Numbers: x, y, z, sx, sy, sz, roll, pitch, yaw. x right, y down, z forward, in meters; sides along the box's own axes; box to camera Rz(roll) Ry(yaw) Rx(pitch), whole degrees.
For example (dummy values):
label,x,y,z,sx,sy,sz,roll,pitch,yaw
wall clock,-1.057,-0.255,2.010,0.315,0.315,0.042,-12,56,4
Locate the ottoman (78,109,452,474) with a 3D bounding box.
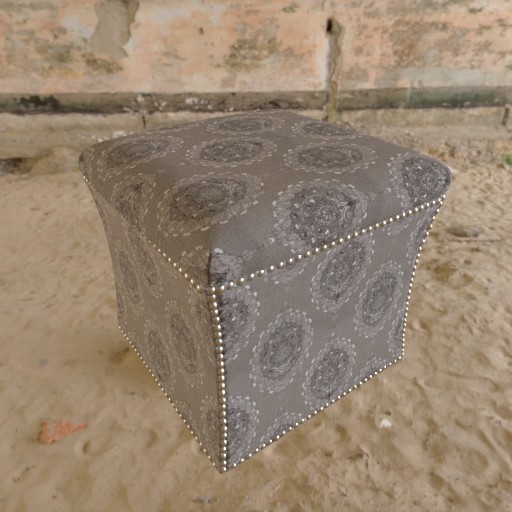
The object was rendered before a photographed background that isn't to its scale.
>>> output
label,x,y,z,sx,sy,sz,roll,pitch,yaw
ottoman,0.000,0.000,0.894,0.507,0.473,0.497,-21,37,-30
